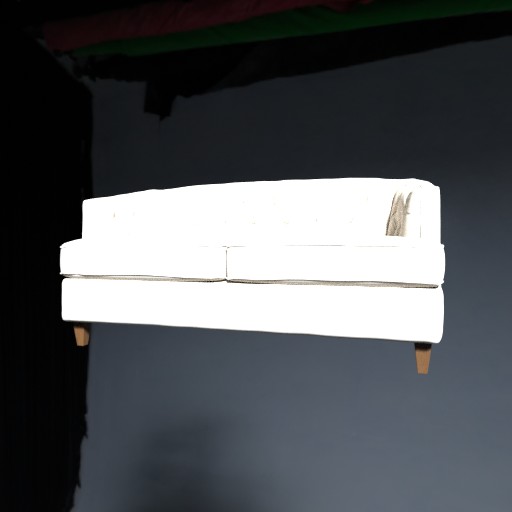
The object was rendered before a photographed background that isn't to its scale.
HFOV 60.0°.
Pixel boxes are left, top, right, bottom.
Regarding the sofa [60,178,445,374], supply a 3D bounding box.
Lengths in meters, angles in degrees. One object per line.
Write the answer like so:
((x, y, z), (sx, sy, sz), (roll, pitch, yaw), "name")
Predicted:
((0.000, 0.000, 2.287), (1.731, 0.878, 0.940), (0, 1, 18), "sofa")
